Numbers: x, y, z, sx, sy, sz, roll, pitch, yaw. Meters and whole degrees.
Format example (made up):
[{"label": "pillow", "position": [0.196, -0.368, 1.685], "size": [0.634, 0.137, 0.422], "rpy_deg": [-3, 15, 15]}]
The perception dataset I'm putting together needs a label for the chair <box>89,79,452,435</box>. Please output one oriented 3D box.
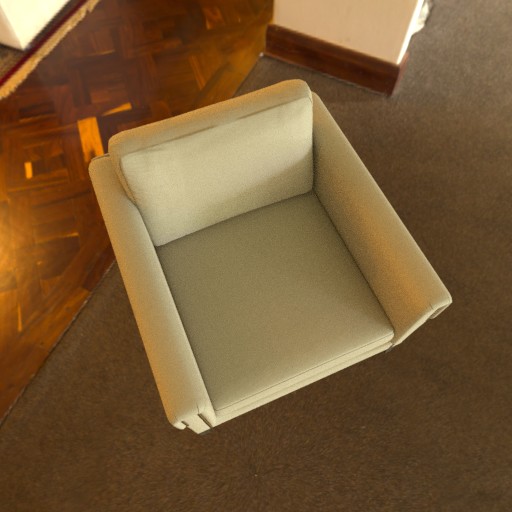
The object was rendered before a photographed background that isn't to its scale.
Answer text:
[{"label": "chair", "position": [0.000, 0.000, 1.658], "size": [0.914, 0.838, 0.959], "rpy_deg": [-21, 66, -10]}]
